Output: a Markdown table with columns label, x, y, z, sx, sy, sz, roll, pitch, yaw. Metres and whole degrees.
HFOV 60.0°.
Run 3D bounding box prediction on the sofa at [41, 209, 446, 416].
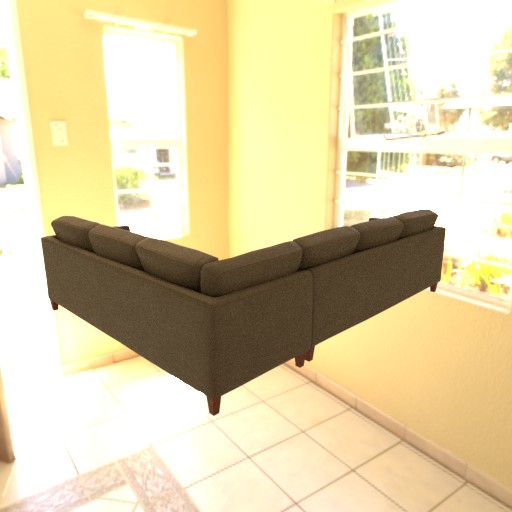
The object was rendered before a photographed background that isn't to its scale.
| label | x | y | z | sx | sy | sz | roll | pitch | yaw |
| --- | --- | --- | --- | --- | --- | --- | --- | --- | --- |
| sofa | 0.000 | 0.000 | 4.528 | 2.593 | 0.947 | 3.302 | 14 | 20 | 43 |
